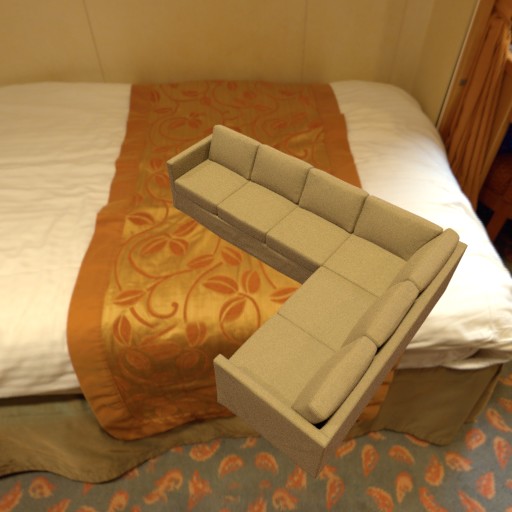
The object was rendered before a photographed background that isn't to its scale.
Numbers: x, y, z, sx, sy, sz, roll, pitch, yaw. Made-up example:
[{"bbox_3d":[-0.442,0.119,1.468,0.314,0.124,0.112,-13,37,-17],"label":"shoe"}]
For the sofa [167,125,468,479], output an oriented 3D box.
[{"bbox_3d":[0.000,0.000,4.381,3.182,0.871,2.432,31,54,26],"label":"sofa"}]
